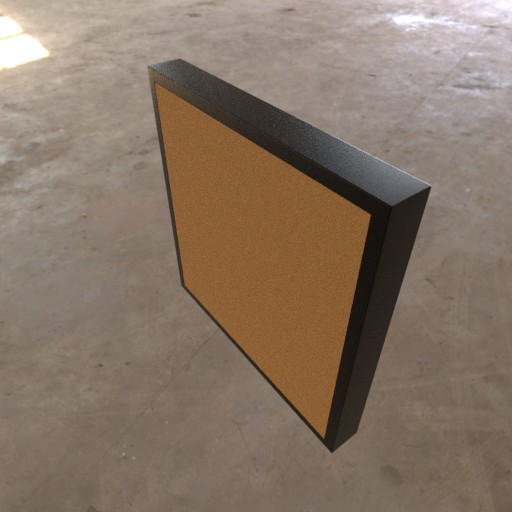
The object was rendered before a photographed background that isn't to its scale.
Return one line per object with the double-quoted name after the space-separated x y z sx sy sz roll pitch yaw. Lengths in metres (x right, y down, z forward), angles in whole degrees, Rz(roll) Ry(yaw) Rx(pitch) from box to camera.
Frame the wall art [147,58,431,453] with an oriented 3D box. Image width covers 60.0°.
0.000 0.000 0.445 0.037 0.299 0.299 -27 48 -27 "wall art"
